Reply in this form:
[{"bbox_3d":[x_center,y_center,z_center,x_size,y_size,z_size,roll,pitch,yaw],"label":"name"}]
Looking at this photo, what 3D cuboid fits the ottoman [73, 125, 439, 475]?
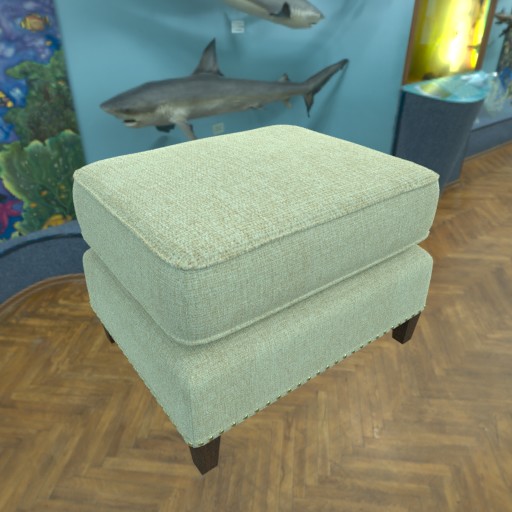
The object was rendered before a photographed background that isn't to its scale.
[{"bbox_3d":[0.000,0.000,1.137,0.738,0.537,0.589,-21,37,-31],"label":"ottoman"}]
